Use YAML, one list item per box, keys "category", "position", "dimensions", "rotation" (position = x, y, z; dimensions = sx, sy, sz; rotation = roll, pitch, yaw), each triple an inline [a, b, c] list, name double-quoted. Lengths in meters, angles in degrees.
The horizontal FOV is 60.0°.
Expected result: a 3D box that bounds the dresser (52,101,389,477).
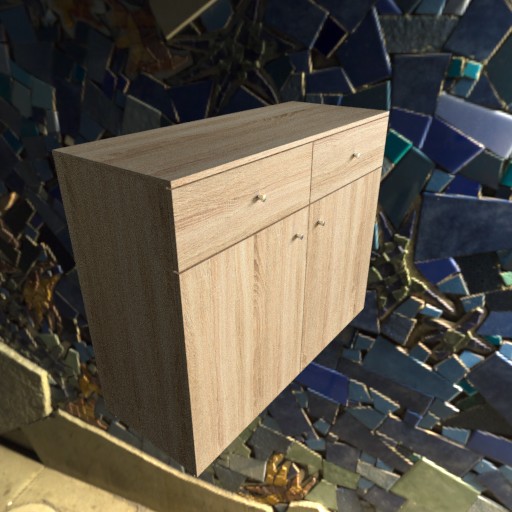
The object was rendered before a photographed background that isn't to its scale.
- category: "dresser"
  position: [0.000, 0.000, 1.583]
  dimensions: [0.450, 0.900, 1.100]
  rotation: [19, 32, 33]
